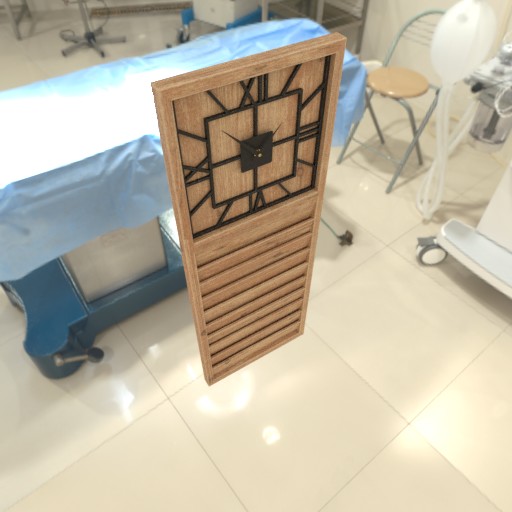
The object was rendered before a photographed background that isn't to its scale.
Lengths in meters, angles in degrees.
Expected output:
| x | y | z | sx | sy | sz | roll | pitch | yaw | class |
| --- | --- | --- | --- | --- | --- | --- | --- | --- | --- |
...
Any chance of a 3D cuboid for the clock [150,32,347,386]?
| x | y | z | sx | sy | sz | roll | pitch | yaw | class |
| --- | --- | --- | --- | --- | --- | --- | --- | --- | --- |
| 0.000 | 0.000 | 1.083 | 0.361 | 0.965 | 0.030 | -25 | 52 | -21 | clock |
